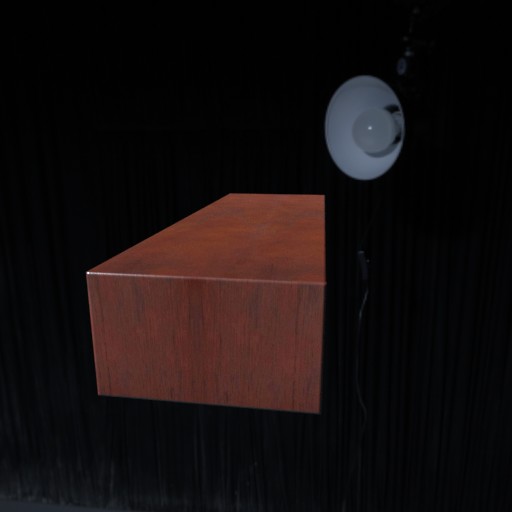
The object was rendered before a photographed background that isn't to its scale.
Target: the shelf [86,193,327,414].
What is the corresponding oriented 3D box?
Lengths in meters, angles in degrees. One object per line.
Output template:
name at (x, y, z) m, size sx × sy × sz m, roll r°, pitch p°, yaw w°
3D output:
shelf at (0.000, 0.000, 0.503) m, size 0.152 × 0.088 × 0.457 m, roll 2°, pitch 14°, yaw 8°
